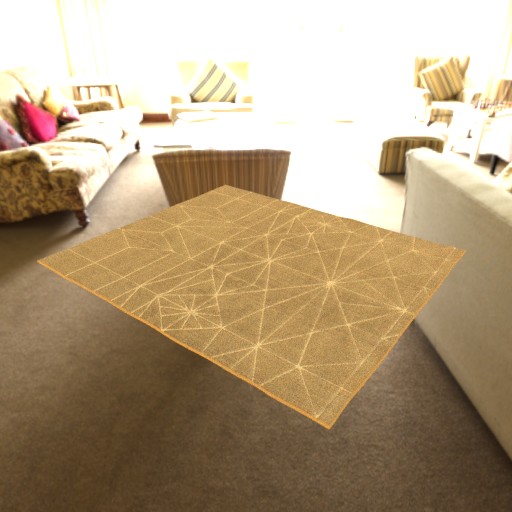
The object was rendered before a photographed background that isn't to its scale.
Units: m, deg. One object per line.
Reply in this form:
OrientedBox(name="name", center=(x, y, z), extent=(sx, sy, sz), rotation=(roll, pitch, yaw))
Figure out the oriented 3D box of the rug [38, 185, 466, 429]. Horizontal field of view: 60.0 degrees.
OrientedBox(name="rug", center=(0.000, 0.000, 0.867), extent=(0.639, 0.006, 0.548), rotation=(20, 35, 33))
